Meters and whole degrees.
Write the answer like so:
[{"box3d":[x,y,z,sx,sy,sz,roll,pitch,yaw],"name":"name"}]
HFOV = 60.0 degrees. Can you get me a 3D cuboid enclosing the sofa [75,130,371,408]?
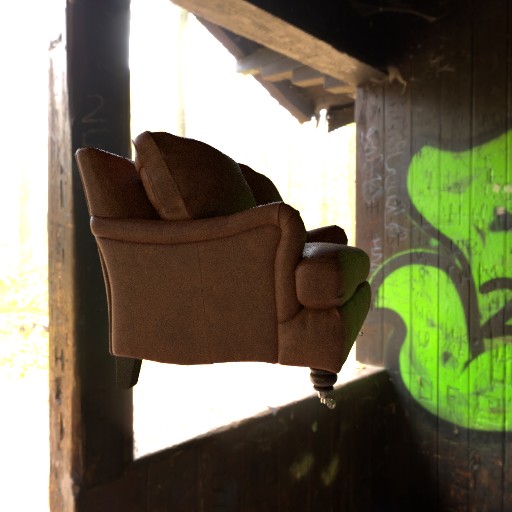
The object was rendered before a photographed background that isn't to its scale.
[{"box3d":[0.000,0.000,2.257,1.077,1.004,1.527,0,1,18],"name":"sofa"}]
